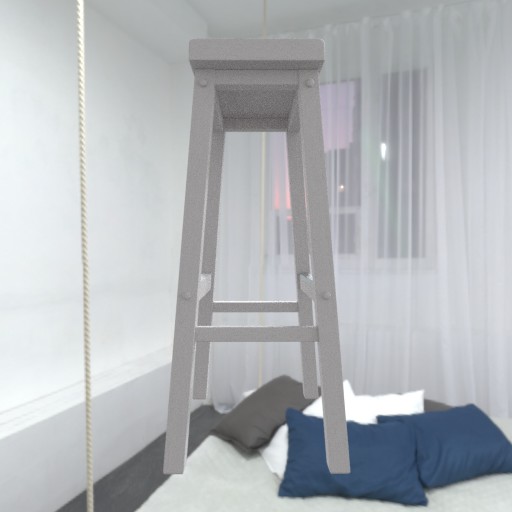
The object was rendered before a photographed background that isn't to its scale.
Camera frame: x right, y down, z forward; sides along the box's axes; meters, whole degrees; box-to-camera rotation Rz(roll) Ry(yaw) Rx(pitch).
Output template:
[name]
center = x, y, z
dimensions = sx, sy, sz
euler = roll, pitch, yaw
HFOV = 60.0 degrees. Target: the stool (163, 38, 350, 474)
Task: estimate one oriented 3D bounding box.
[stool]
center = 0.000, 0.000, 0.956
dimensions = 0.322, 0.742, 0.406
euler = 0, 1, 0
